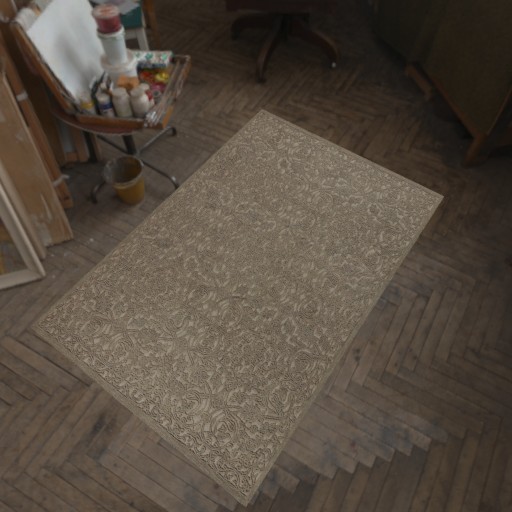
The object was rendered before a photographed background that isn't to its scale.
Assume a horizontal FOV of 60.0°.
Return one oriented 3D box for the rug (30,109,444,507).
[{"bbox_3d":[0.000,0.000,2.223,1.221,0.006,1.827,31,63,18],"label":"rug"}]
